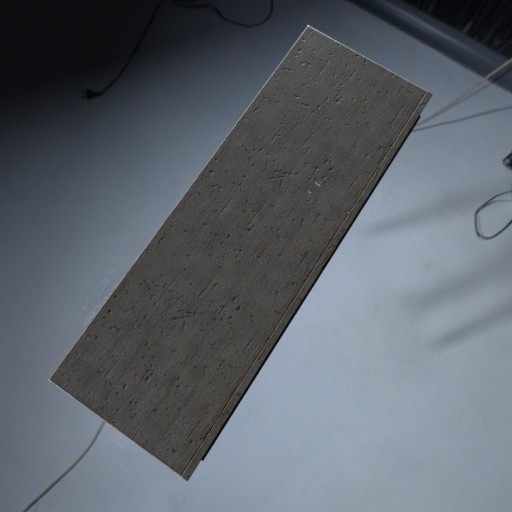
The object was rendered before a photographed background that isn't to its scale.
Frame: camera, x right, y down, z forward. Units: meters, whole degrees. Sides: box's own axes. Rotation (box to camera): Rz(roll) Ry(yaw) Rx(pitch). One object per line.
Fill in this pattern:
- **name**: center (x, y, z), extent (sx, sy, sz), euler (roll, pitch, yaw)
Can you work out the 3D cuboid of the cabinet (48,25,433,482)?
- **cabinet**: center (0.000, 0.000, 1.815), extent (0.511, 0.825, 1.460), euler (33, 79, 7)
